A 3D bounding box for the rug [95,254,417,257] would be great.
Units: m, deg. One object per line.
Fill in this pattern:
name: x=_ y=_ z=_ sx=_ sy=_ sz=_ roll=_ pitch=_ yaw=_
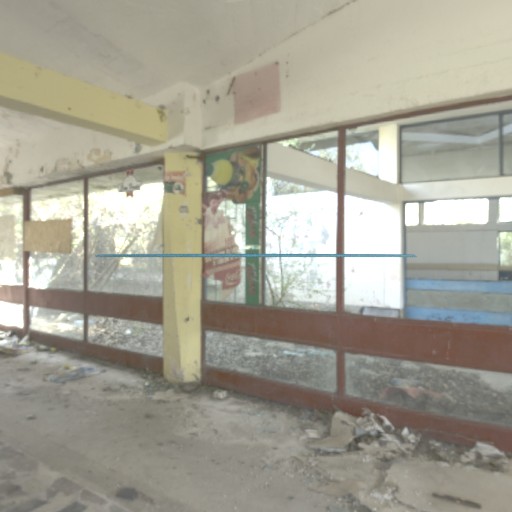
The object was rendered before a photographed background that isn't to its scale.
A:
rug: x=0.000 y=0.000 z=2.330 sx=1.593 sy=0.012 sz=1.593 roll=0 pitch=0 yaw=0
